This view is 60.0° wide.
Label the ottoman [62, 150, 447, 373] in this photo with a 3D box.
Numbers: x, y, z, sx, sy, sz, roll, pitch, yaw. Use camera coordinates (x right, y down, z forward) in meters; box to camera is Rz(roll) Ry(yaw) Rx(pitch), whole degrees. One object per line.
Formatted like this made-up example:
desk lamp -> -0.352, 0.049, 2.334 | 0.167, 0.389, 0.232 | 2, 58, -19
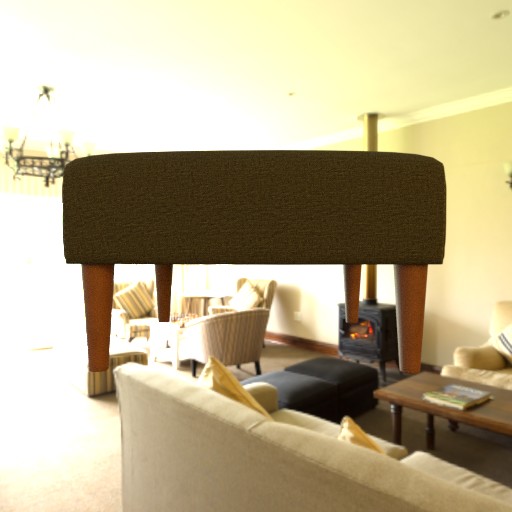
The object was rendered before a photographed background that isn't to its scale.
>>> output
ottoman -> 0.000, 0.000, 1.041 | 0.650, 0.398, 0.649 | 0, 1, 1
